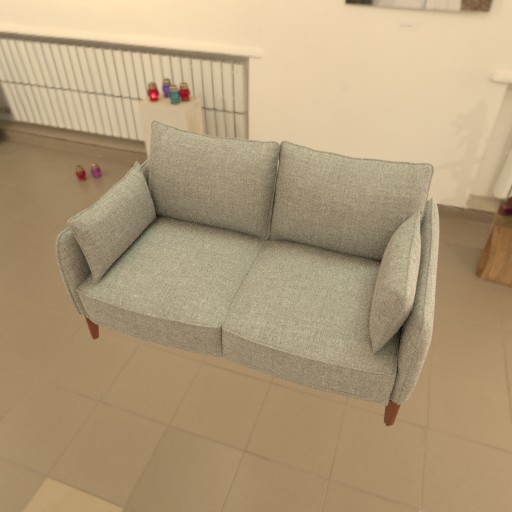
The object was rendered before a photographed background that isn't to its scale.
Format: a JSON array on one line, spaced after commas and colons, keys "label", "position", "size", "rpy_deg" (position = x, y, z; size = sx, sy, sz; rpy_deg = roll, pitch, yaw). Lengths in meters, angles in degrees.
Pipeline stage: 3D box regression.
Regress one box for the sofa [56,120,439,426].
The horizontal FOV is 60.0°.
[{"label": "sofa", "position": [0.000, 0.000, 2.084], "size": [1.580, 0.851, 0.972], "rpy_deg": [12, 41, 14]}]
